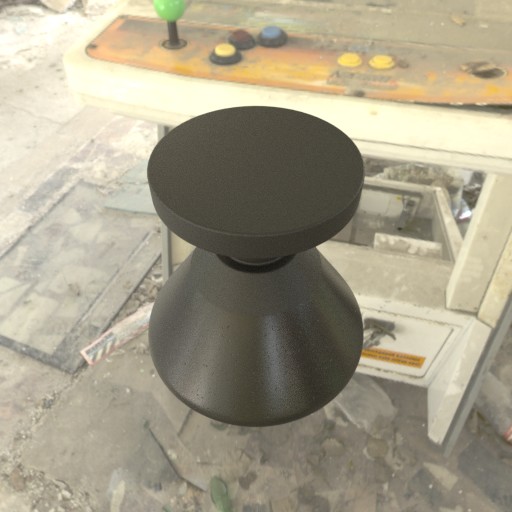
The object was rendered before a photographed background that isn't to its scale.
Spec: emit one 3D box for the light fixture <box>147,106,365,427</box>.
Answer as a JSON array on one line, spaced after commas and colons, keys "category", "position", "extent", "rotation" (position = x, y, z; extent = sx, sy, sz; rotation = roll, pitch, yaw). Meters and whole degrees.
[{"category": "light fixture", "position": [0.000, 0.000, 0.352], "extent": [0.200, 0.183, 0.200], "rotation": [0, 47, 0]}]
